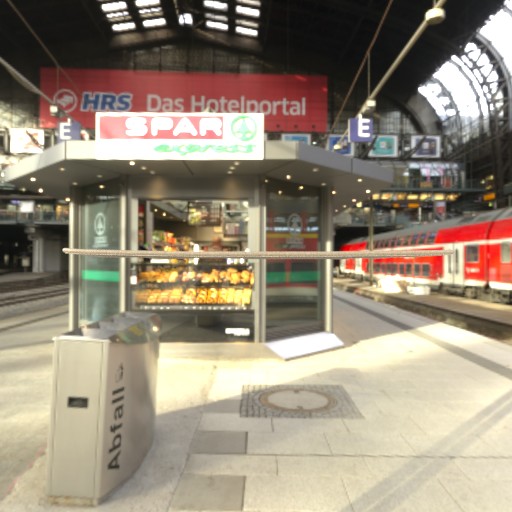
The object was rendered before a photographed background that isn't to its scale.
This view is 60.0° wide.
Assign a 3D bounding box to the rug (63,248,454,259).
[{"bbox_3d":[0.000,0.000,2.315,1.252,0.034,1.829,0,-1,-1],"label":"rug"}]
